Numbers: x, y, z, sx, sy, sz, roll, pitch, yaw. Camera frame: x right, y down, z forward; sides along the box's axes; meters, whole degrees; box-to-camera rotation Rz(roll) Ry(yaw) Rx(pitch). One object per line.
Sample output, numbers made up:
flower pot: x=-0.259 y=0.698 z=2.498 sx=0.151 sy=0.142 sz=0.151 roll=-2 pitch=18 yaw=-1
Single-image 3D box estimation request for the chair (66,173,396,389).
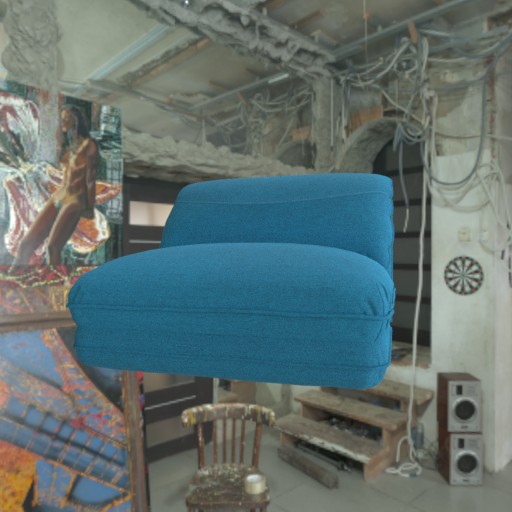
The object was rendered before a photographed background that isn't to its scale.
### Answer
chair: x=0.000 y=0.000 z=1.364 sx=0.820 sy=0.580 sz=0.780 roll=0 pitch=0 yaw=17
